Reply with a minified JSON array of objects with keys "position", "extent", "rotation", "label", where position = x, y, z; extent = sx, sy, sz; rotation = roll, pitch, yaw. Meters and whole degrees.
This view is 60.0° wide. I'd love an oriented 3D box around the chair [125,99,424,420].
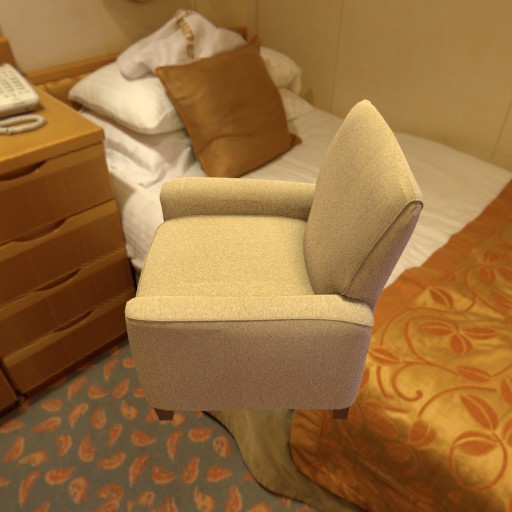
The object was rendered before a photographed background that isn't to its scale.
[{"position":[0.000,0.000,1.661],"extent":[0.864,1.014,0.848],"rotation":[0,39,0],"label":"chair"}]
